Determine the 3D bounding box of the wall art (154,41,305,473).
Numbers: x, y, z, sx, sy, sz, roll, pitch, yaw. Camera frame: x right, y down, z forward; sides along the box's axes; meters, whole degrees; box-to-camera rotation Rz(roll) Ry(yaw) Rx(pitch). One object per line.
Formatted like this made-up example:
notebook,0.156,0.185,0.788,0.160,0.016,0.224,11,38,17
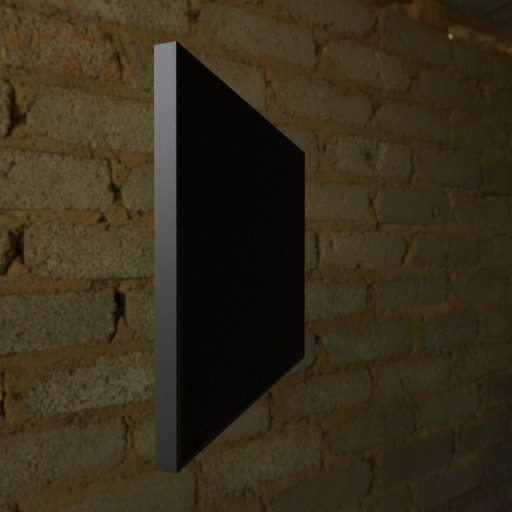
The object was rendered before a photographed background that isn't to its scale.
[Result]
wall art,0.000,0.000,0.734,0.029,0.458,0.559,0,0,20
